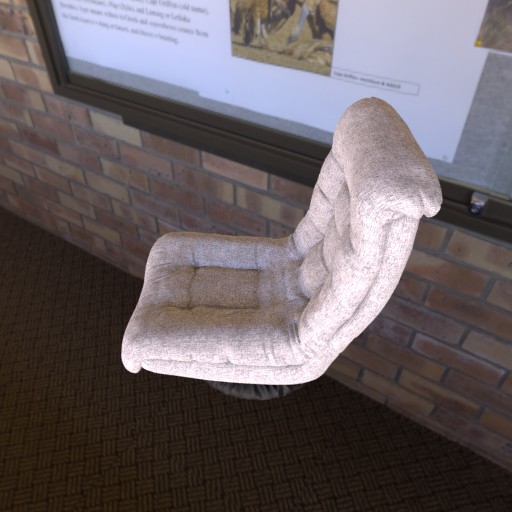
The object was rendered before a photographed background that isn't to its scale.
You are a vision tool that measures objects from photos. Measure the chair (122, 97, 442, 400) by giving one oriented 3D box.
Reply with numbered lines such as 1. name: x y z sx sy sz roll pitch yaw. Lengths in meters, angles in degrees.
1. chair: 0.000 0.000 0.976 0.583 0.600 0.400 1 41 1
